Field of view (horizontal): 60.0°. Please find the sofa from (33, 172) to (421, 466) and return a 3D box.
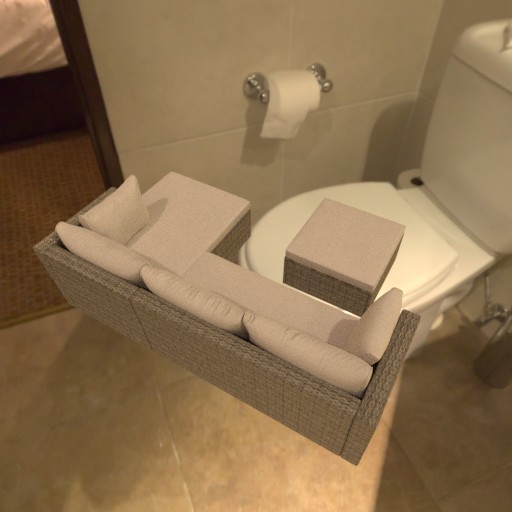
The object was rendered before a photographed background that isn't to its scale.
[{"bbox_3d":[0.000,0.000,2.982,2.192,0.766,1.662,23,51,20],"label":"sofa"}]
